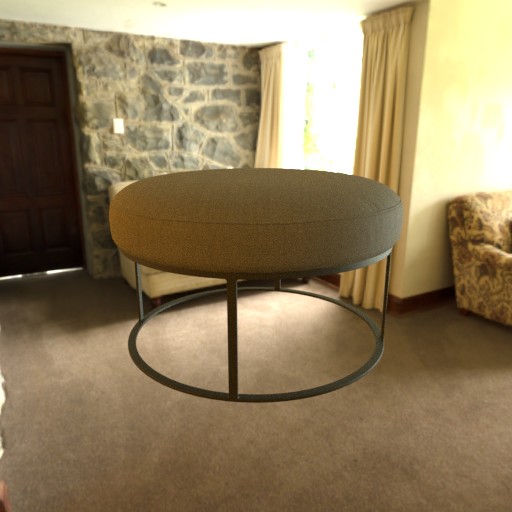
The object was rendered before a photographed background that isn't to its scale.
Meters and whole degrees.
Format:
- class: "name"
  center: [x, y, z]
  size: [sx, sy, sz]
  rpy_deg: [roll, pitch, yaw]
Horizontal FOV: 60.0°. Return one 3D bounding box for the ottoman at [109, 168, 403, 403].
- class: "ottoman"
  center: [0.000, 0.000, 1.252]
  size: [0.772, 0.460, 0.772]
  rpy_deg: [0, 16, 0]
